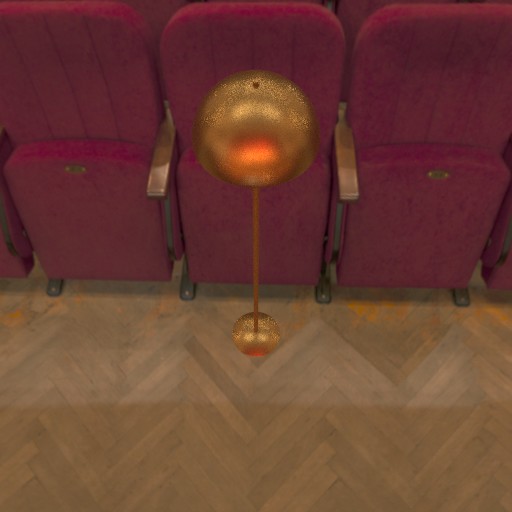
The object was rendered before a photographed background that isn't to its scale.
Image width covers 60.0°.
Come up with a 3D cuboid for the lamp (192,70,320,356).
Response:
[{"bbox_3d":[0.000,0.000,1.621,0.328,1.480,0.328,2,58,1],"label":"lamp"}]
